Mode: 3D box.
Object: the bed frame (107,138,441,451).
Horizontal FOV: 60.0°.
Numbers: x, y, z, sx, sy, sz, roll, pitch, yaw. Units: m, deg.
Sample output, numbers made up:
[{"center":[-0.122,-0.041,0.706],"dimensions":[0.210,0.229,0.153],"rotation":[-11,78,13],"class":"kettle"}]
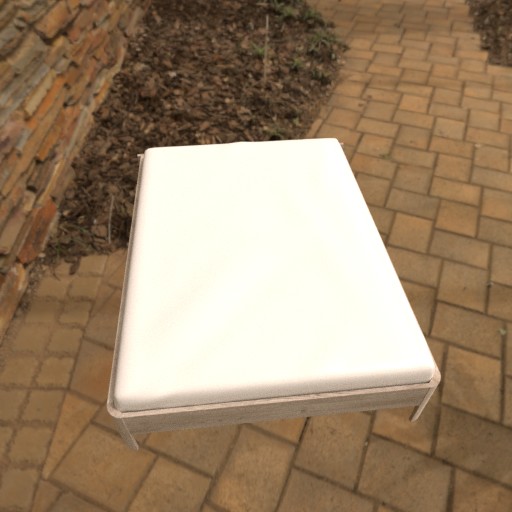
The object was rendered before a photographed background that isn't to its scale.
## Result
[{"center":[0.000,0.000,2.617],"dimensions":[1.490,0.462,1.950],"rotation":[-4,46,-4],"class":"bed frame"}]
